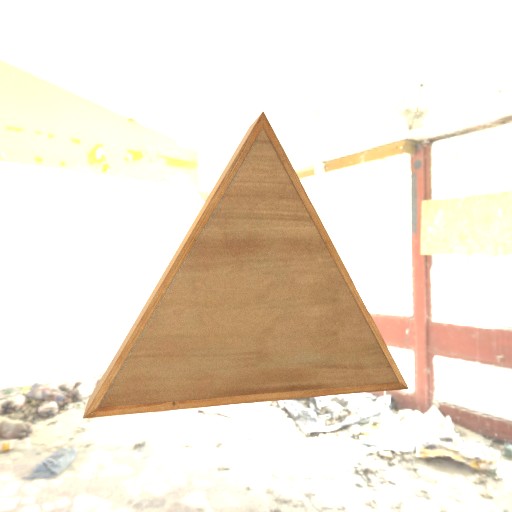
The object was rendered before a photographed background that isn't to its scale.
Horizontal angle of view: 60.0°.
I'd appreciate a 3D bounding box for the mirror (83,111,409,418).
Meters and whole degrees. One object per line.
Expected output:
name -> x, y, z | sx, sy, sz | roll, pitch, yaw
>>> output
mirror -> 0.000, 0.000, 0.880 | 0.631, 0.548, 0.100 | 0, -1, -16
